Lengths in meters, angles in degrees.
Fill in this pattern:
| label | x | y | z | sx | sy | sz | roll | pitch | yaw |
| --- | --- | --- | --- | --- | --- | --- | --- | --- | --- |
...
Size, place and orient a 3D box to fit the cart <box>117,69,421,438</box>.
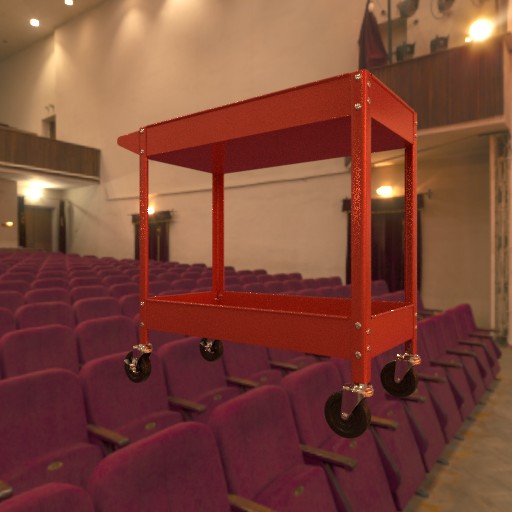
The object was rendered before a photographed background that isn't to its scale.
| label | x | y | z | sx | sy | sz | roll | pitch | yaw |
| --- | --- | --- | --- | --- | --- | --- | --- | --- | --- |
| cart | 0.000 | 0.000 | 1.203 | 0.779 | 0.719 | 0.366 | 0 | 0 | 36 |
